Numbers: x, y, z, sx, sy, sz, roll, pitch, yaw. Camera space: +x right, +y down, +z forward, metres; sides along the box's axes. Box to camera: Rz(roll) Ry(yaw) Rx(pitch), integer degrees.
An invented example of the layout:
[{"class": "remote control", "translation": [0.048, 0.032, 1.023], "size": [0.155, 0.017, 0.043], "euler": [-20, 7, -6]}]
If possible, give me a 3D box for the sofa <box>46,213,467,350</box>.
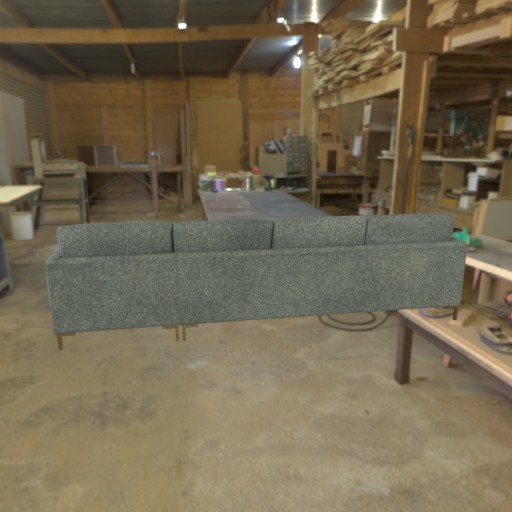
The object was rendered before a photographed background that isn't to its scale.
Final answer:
[{"class": "sofa", "translation": [0.000, 0.000, 3.637], "size": [2.932, 0.810, 1.350], "euler": [-3, 15, -10]}]
